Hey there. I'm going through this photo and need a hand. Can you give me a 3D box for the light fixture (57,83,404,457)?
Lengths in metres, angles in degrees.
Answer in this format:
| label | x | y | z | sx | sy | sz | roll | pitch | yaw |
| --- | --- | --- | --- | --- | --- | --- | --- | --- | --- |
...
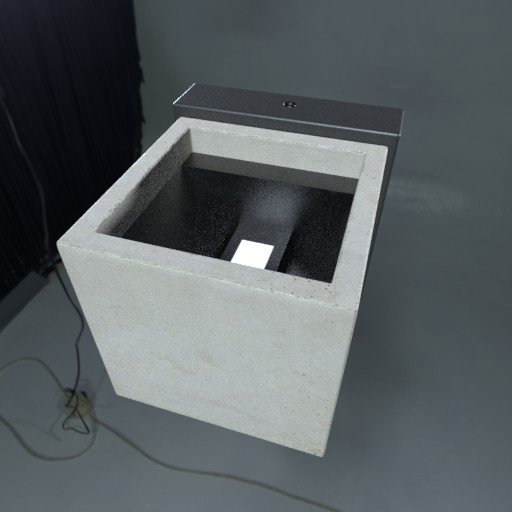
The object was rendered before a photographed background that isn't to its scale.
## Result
| label | x | y | z | sx | sy | sz | roll | pitch | yaw |
| --- | --- | --- | --- | --- | --- | --- | --- | --- | --- |
| light fixture | 0.000 | 0.000 | 0.238 | 0.121 | 0.121 | 0.143 | 12 | 44 | 13 |
